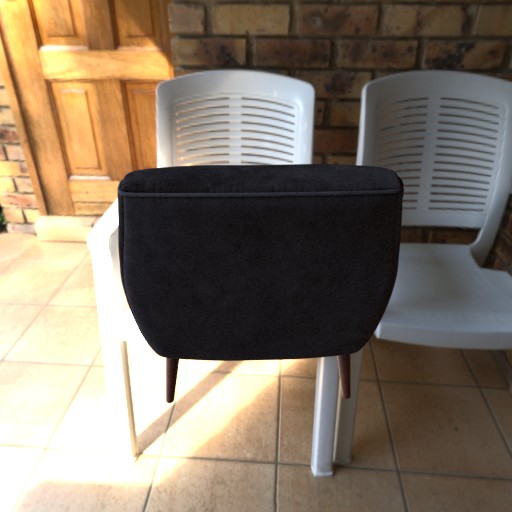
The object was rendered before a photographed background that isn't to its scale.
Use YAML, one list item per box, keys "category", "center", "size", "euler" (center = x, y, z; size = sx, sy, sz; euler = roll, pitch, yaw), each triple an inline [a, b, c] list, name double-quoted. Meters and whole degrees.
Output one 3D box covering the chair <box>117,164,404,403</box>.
- category: "chair"
  center: [0.000, 0.000, 1.469]
  size: [0.762, 0.838, 0.787]
  euler: [-1, 31, -2]
